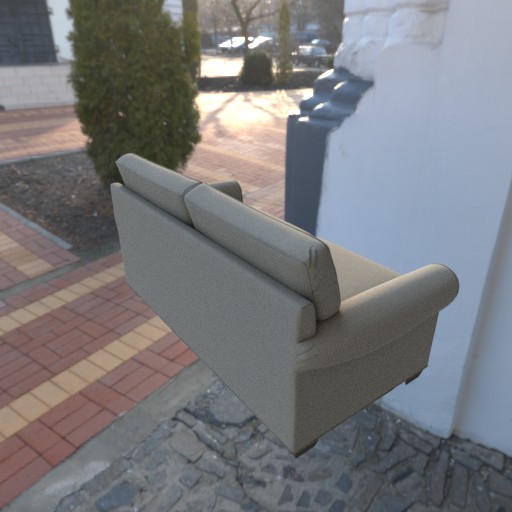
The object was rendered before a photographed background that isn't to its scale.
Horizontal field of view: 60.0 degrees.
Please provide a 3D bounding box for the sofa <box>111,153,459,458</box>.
[{"bbox_3d":[0.000,0.000,2.449,0.940,0.952,1.930,-18,31,-32],"label":"sofa"}]
